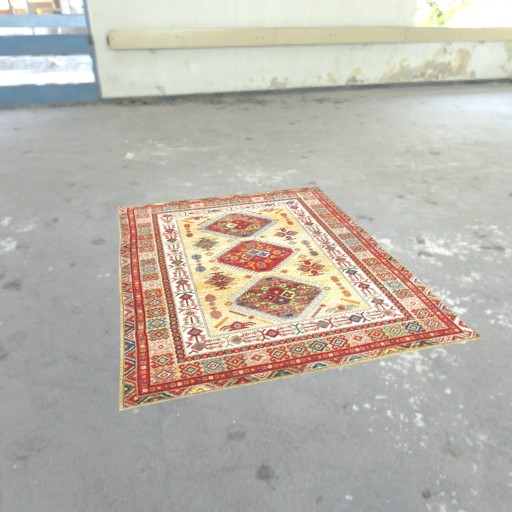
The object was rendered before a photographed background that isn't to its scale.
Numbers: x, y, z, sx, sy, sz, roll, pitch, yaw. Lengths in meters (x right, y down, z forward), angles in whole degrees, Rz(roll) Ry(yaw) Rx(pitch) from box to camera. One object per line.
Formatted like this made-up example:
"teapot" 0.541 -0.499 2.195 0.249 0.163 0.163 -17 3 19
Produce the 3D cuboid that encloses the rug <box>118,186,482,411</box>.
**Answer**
"rug" 0.000 0.000 4.099 2.460 0.005 3.067 -8 30 -13
